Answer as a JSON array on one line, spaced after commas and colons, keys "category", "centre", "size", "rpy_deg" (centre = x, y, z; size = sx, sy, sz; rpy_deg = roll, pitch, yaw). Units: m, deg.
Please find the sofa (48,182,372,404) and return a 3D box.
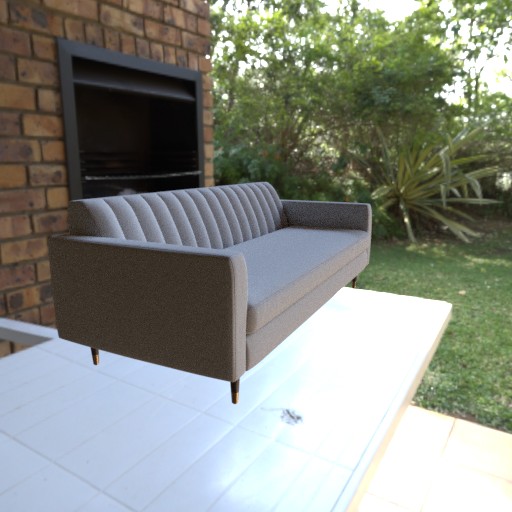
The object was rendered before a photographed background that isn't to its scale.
[{"category": "sofa", "centre": [0.000, 0.000, 2.787], "size": [0.990, 0.821, 2.291], "rpy_deg": [6, 14, 26]}]
